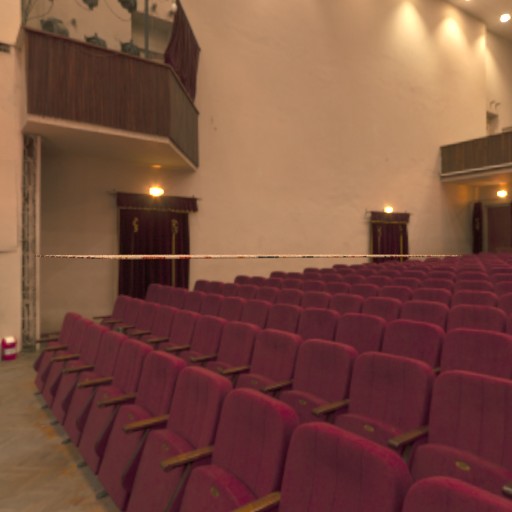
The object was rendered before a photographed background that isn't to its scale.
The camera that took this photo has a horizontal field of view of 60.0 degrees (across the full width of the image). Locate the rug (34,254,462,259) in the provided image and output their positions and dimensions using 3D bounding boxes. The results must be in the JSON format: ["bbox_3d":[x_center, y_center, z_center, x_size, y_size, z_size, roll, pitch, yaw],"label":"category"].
[{"bbox_3d":[0.000,0.000,3.083,2.584,0.010,1.523,0,0,-34],"label":"rug"}]
